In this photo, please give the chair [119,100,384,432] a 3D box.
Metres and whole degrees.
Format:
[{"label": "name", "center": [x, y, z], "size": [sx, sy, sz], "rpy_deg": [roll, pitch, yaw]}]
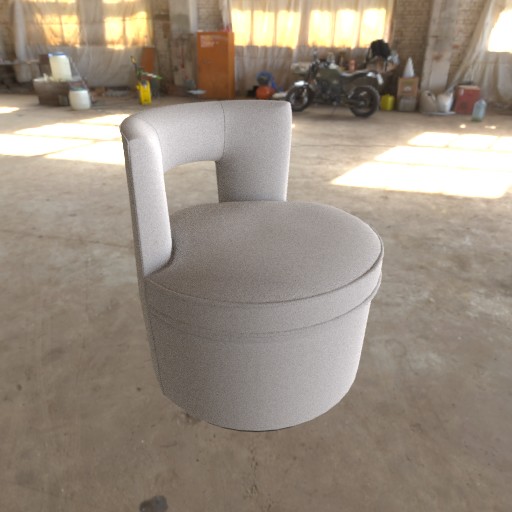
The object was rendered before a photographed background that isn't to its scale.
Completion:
[{"label": "chair", "center": [0.000, 0.000, 1.197], "size": [0.665, 0.723, 0.650], "rpy_deg": [18, 32, 31]}]
